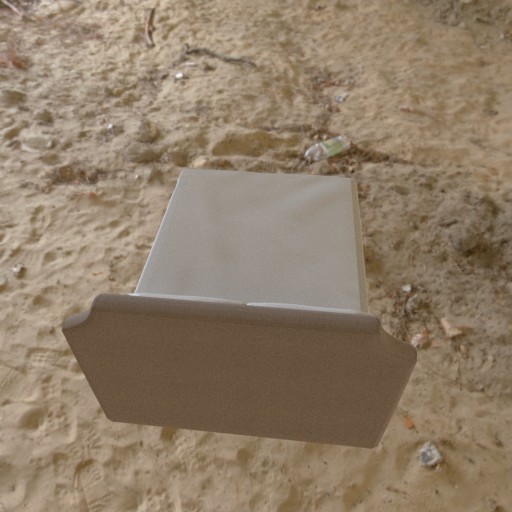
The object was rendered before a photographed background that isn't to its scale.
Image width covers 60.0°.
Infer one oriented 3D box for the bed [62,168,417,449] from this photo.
[{"bbox_3d":[0.000,0.000,3.270,1.828,1.303,2.164,4,46,4],"label":"bed"}]
